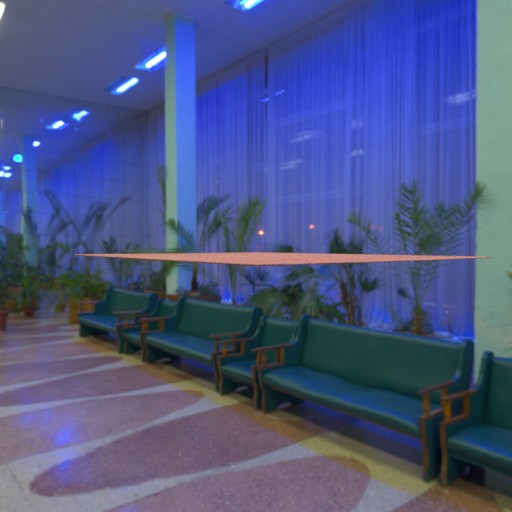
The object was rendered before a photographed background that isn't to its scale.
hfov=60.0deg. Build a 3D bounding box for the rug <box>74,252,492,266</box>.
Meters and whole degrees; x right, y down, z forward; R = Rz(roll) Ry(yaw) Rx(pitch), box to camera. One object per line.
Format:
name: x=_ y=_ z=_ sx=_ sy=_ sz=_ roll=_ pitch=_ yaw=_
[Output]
rug: x=0.000 y=0.000 z=2.729 sx=1.594 sy=0.009 sz=2.112 roll=-1 pitch=2 yaw=-37
